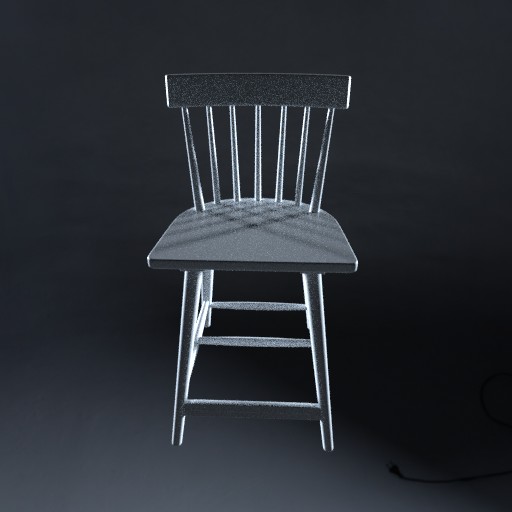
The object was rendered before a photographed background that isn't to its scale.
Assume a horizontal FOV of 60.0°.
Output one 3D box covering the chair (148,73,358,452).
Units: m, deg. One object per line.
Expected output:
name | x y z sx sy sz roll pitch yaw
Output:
chair | 0.000 0.000 1.280 0.483 0.952 0.572 1 30 2
